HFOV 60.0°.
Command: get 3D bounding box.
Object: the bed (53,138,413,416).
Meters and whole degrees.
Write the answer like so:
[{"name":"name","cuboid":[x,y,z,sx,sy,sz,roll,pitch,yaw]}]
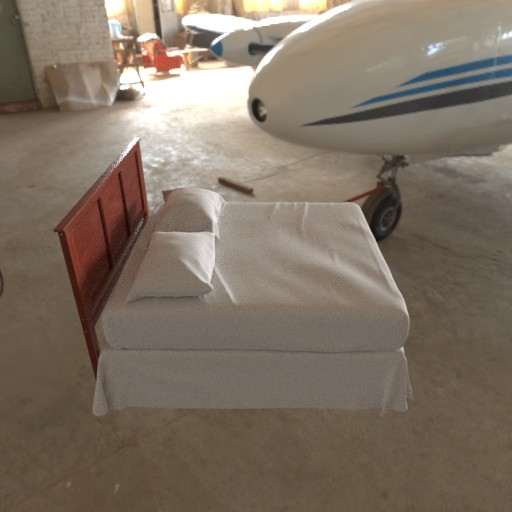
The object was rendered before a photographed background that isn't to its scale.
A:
[{"name":"bed","cuboid":[0.000,0.000,3.255,2.050,1.270,1.870,0,31,1]}]
